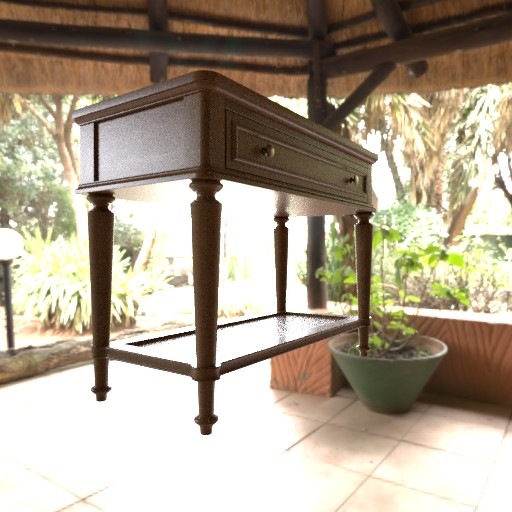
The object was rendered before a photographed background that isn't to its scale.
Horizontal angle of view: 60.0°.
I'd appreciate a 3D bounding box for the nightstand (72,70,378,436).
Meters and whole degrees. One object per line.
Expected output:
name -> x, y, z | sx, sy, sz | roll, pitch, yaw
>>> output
nightstand -> 0.000, 0.000, 1.313 | 0.432, 0.700, 0.914 | 0, 0, 35
